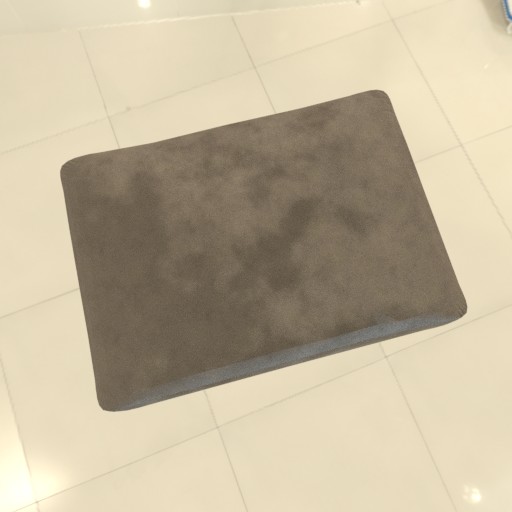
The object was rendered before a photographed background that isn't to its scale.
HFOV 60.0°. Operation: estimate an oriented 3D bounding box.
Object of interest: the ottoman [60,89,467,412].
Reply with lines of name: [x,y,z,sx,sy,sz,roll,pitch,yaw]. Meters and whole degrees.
ottoman: [0.000,0.000,1.032,0.719,0.456,0.520,-14,77,-3]
